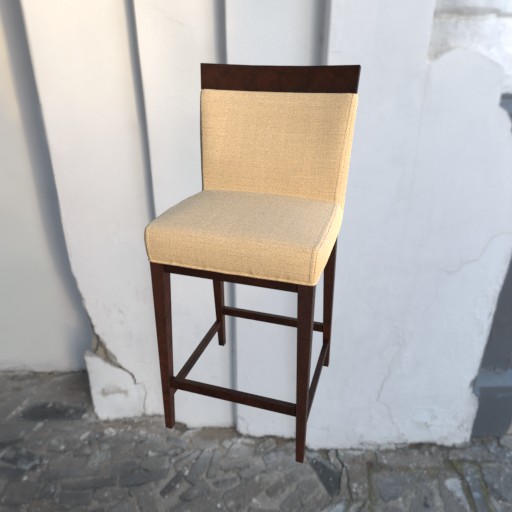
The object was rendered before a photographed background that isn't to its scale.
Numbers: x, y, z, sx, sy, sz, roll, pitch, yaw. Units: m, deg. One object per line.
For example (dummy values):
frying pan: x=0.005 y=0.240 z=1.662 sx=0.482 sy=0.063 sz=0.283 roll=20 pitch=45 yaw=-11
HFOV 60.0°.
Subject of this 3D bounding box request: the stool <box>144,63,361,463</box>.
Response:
stool: x=0.000 y=0.000 z=1.419 sx=0.511 sy=1.117 sz=0.531 roll=8 pitch=26 yaw=16
